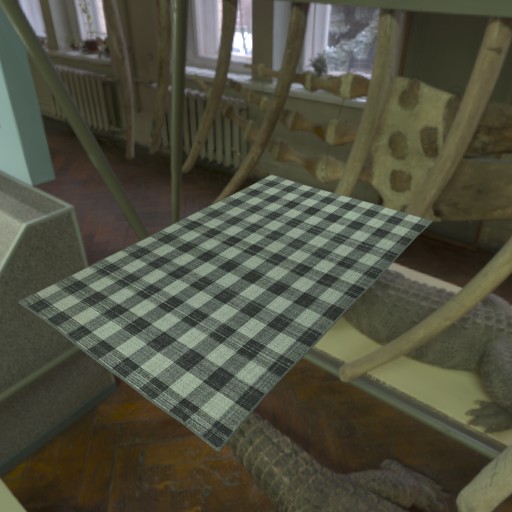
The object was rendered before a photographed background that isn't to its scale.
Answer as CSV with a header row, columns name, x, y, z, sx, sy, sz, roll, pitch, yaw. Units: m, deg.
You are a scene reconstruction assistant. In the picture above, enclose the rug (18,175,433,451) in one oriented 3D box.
name,x,y,z,sx,sy,sz,roll,pitch,yaw
rug,0.000,0.000,2.974,1.554,0.011,2.476,22,38,31
